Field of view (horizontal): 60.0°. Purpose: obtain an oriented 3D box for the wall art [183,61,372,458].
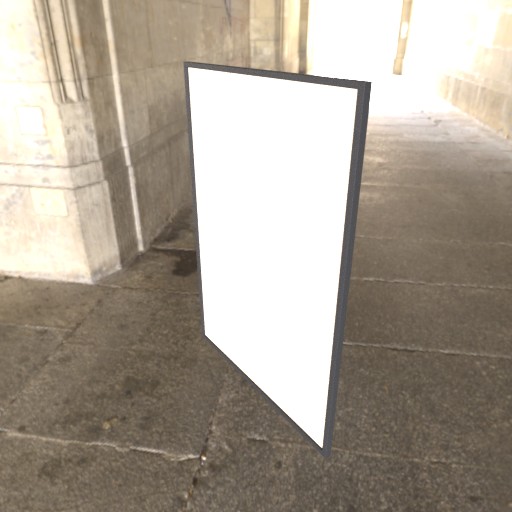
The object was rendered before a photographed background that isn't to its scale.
[{"bbox_3d":[0.000,0.000,0.844,0.013,0.657,0.457,-18,32,-32],"label":"wall art"}]
